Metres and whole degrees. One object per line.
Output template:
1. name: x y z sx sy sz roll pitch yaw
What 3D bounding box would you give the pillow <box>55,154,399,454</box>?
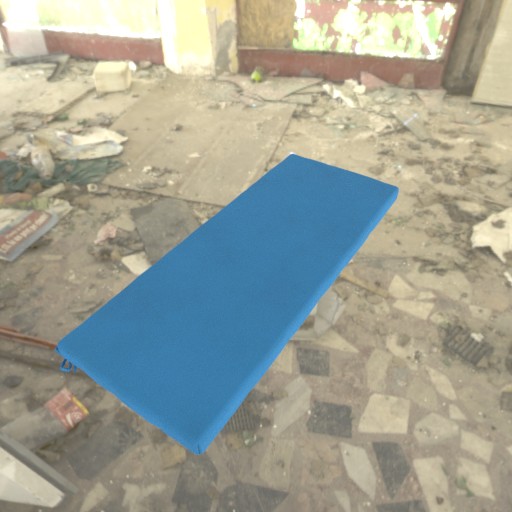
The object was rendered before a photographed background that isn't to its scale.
1. pillow: 0.000 0.000 1.363 0.492 0.081 1.187 24 47 25
